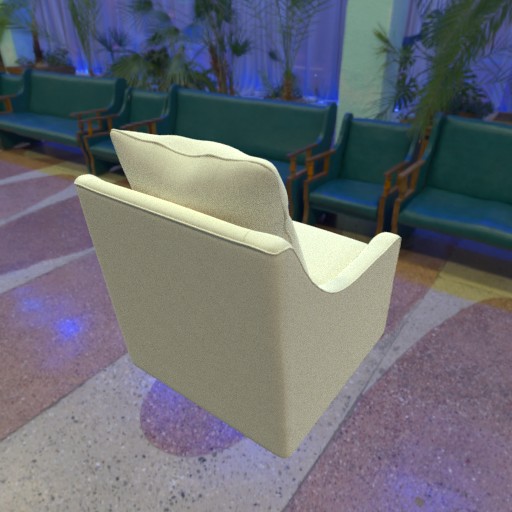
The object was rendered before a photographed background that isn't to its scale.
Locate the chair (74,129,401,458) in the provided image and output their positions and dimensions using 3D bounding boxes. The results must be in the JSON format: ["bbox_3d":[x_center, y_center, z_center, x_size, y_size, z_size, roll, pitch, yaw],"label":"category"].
[{"bbox_3d":[0.000,0.000,1.591,0.756,0.965,0.876,20,36,31],"label":"chair"}]
